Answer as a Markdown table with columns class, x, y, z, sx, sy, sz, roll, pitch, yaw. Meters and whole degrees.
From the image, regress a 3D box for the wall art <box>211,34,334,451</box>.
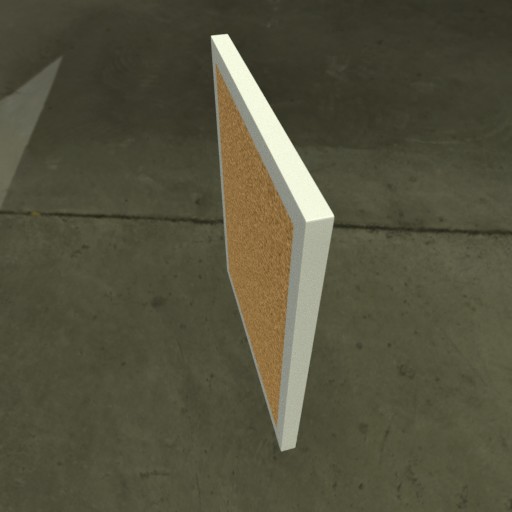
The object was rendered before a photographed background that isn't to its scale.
| class | x | y | z | sx | sy | sz | roll | pitch | yaw |
| --- | --- | --- | --- | --- | --- | --- | --- | --- | --- |
| wall art | 0.000 | 0.000 | 0.751 | 0.028 | 0.556 | 0.454 | -11 | 47 | -10 |
